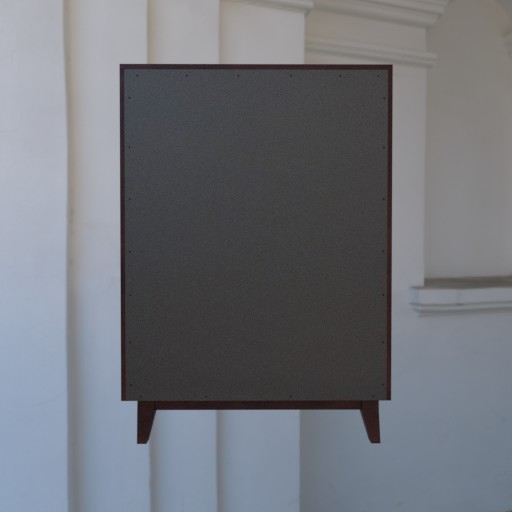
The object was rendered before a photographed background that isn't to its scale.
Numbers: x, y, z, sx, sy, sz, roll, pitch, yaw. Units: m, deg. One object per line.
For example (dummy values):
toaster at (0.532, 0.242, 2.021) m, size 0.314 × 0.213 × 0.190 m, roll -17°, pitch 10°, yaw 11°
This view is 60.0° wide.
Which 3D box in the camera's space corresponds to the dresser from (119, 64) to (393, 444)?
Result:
dresser at (0.000, 0.000, 2.003) m, size 1.072 × 1.514 × 0.506 m, roll 0°, pitch 1°, yaw 0°
